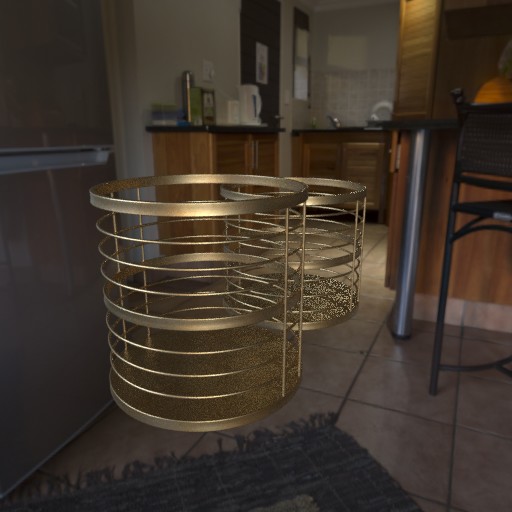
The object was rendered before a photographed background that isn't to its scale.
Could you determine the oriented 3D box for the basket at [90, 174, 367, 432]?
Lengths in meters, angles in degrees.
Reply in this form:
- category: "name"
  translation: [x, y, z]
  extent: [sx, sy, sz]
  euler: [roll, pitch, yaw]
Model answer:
- category: "basket"
  translation: [0.000, 0.000, 0.959]
  extent: [0.356, 0.351, 0.746]
  euler: [8, 18, 26]
